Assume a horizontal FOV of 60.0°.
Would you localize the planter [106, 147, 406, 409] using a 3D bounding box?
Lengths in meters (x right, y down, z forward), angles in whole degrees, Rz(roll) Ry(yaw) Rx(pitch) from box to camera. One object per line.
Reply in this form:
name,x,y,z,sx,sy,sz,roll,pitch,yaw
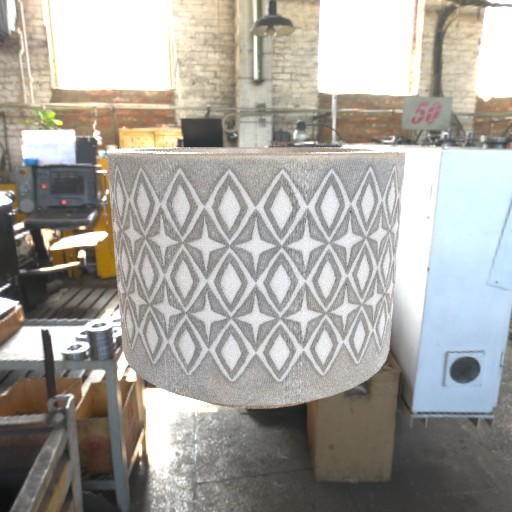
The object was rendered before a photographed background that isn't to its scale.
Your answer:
planter,0.000,0.000,0.271,0.164,0.127,0.164,0,15,0
